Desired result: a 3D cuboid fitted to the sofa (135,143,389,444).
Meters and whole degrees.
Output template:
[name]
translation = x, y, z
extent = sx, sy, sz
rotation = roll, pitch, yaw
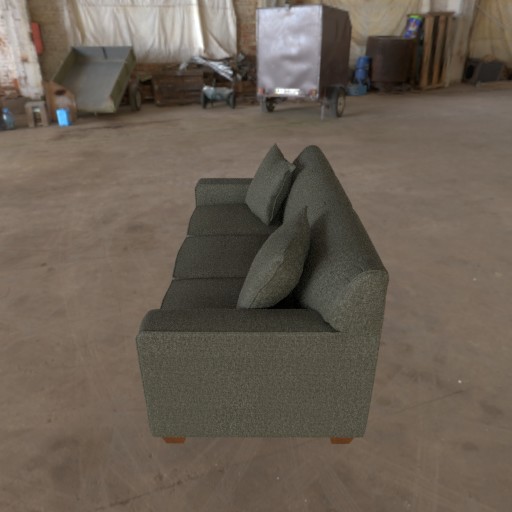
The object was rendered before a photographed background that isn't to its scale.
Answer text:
[sofa]
translation = 0.000, 0.000, 2.654
extent = 0.997, 0.958, 2.024
rotation = 0, 27, 0
